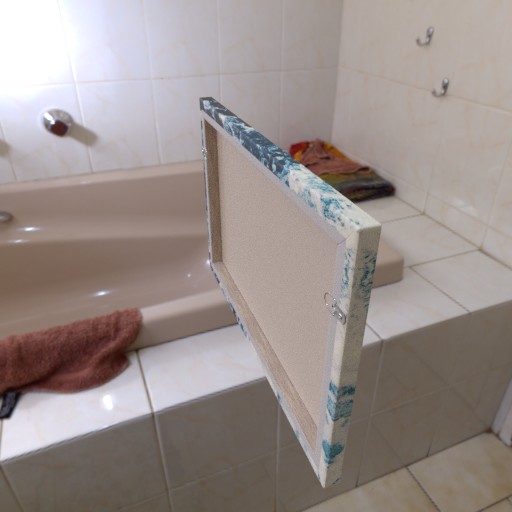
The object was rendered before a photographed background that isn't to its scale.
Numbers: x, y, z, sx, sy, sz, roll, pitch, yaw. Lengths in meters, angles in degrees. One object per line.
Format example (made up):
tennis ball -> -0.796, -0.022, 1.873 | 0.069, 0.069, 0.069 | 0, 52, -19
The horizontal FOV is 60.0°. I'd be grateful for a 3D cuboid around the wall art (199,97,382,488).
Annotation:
wall art -> 0.000, 0.000, 1.134 | 0.042, 0.610, 0.915 | -11, 33, -17
